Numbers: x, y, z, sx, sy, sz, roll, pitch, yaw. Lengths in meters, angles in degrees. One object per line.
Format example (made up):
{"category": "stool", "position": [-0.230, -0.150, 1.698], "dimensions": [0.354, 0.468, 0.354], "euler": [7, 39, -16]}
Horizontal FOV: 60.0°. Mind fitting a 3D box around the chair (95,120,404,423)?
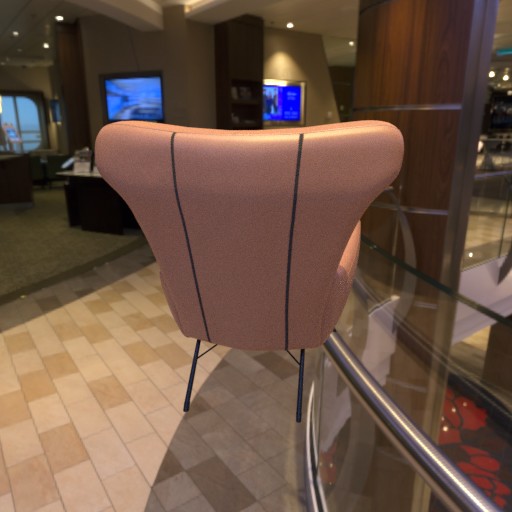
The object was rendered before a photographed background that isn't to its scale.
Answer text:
{"category": "chair", "position": [0.000, 0.000, 1.801], "dimensions": [0.980, 1.050, 0.900], "euler": [2, 17, 8]}
